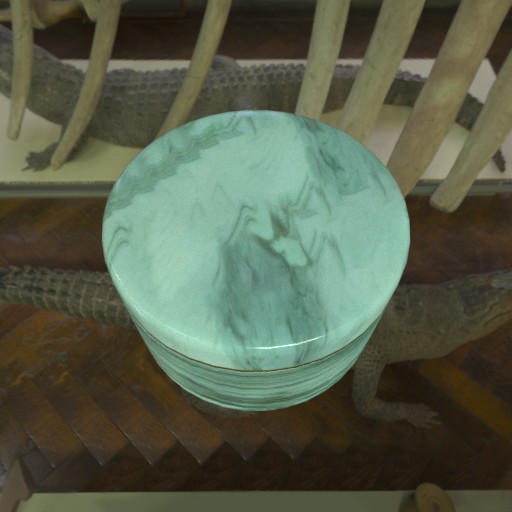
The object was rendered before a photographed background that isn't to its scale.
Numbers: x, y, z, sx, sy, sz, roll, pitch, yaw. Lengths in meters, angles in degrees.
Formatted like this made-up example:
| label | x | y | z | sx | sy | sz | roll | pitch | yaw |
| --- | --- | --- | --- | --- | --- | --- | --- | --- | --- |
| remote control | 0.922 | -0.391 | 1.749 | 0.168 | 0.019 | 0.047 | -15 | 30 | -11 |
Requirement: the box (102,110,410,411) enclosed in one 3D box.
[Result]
| label | x | y | z | sx | sy | sz | roll | pitch | yaw |
| --- | --- | --- | --- | --- | --- | --- | --- | --- | --- |
| box | 0.000 | 0.000 | 0.170 | 0.101 | 0.063 | 0.101 | 0 | 56 | 0 |
